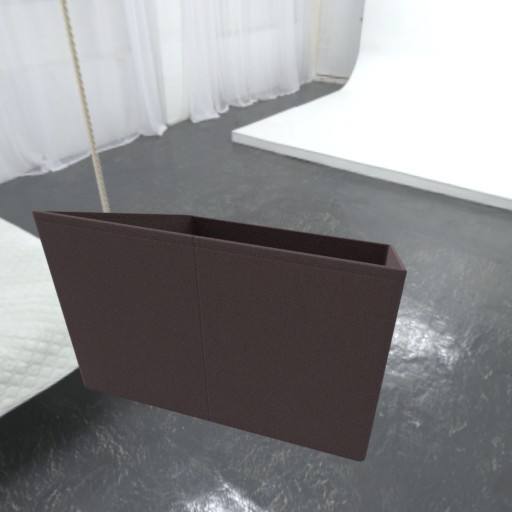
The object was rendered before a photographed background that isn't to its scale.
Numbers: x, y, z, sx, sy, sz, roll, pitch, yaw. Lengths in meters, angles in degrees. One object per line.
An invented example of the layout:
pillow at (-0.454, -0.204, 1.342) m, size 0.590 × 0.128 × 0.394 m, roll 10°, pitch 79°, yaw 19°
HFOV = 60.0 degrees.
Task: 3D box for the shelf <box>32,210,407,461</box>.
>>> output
shelf at (0.000, 0.000, 0.492) m, size 0.292 × 0.210 × 0.292 m, roll 9°, pitch 34°, yaw 14°
